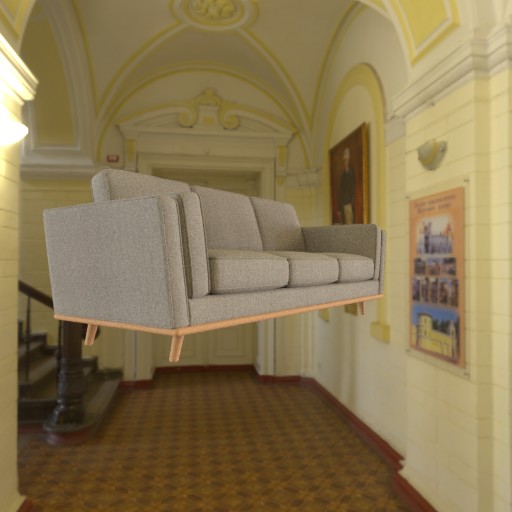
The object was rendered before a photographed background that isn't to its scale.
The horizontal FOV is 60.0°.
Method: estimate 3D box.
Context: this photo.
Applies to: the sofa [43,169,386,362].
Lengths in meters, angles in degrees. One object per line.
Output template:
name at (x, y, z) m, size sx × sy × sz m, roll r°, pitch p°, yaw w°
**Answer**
sofa at (0.000, 0.000, 2.822) m, size 0.903 × 0.899 × 2.362 m, roll 0°, pitch -1°, yaw 36°
